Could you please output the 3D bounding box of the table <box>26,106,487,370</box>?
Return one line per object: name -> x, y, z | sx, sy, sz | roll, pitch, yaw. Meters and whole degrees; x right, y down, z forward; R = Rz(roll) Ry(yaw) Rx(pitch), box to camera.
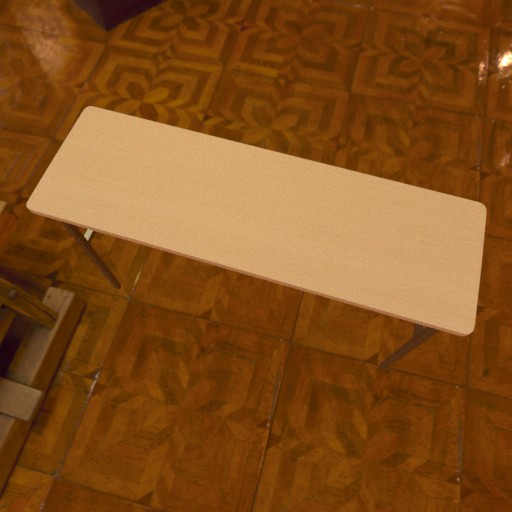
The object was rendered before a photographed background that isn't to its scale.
table -> 0.000, 0.000, 1.738 | 1.397, 0.750, 0.446 | 16, 66, 7
